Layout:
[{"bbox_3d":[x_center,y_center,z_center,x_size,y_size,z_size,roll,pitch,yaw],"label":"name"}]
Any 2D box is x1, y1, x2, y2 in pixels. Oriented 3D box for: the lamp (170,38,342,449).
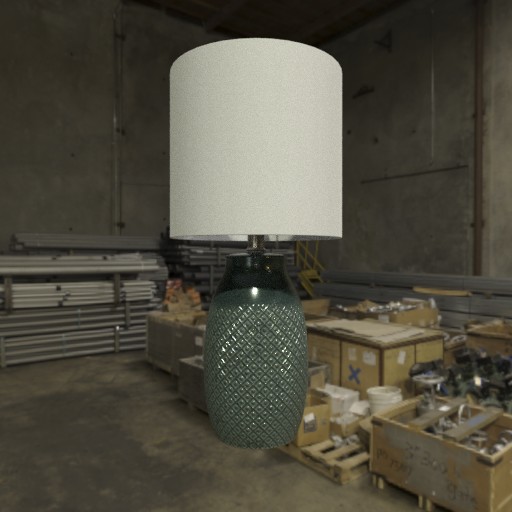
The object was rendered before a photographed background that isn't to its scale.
[{"bbox_3d":[0.000,0.000,0.568,0.217,0.453,0.217,0,0,-36],"label":"lamp"}]
